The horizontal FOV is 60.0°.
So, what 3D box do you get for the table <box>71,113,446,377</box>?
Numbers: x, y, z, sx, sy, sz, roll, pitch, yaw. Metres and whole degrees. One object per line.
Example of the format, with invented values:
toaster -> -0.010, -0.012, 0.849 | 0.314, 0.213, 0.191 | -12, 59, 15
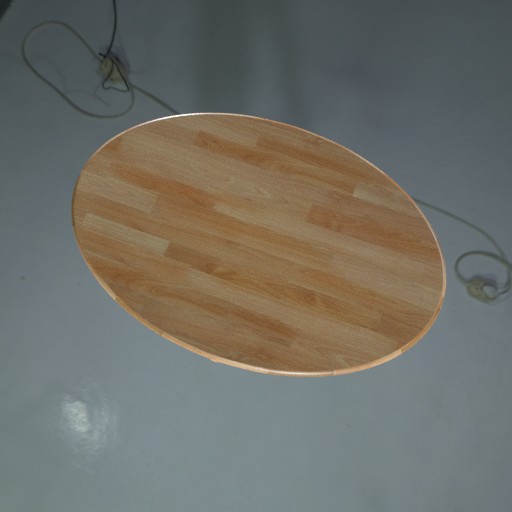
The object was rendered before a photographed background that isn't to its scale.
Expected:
table -> 0.000, 0.000, 1.399 | 1.040, 0.490, 0.690 | 19, 77, 5
